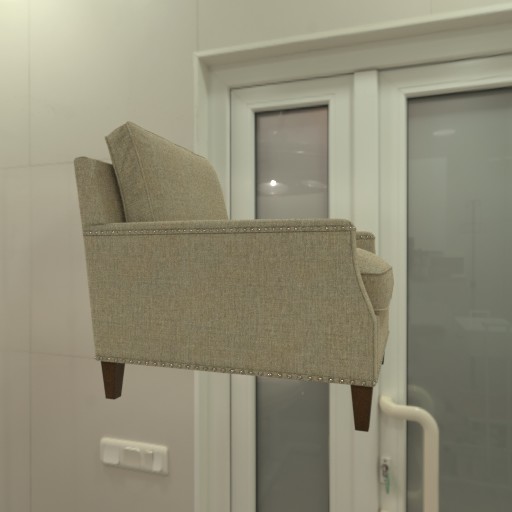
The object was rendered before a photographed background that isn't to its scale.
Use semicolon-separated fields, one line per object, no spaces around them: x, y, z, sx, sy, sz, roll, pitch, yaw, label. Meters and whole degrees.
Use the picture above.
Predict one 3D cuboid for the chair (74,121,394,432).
0.000;0.000;1.719;1.014;0.943;0.853;0;0;19;chair
